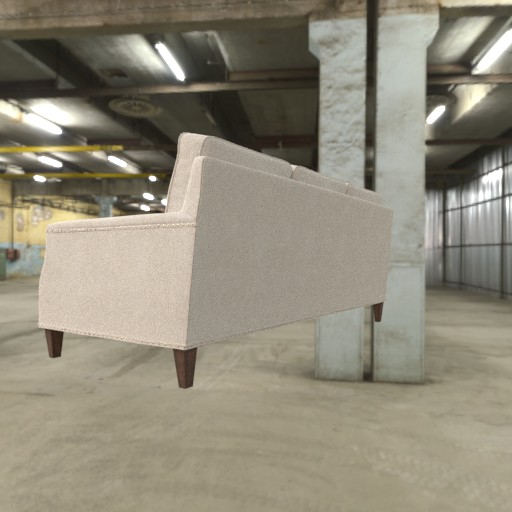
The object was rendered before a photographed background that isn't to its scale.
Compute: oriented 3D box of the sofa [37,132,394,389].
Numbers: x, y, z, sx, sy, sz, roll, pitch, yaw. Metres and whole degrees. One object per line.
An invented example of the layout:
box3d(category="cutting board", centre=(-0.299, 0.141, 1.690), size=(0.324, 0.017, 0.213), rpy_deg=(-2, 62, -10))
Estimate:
box3d(category="sofa", centre=(0.000, 0.000, 2.781), size=(1.084, 1.003, 2.246), rpy_deg=(0, 0, 35))
